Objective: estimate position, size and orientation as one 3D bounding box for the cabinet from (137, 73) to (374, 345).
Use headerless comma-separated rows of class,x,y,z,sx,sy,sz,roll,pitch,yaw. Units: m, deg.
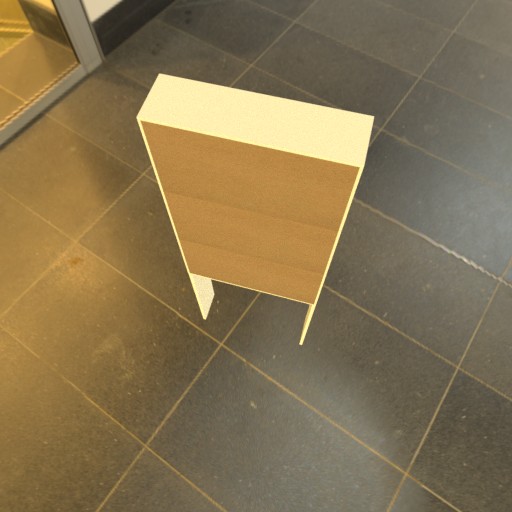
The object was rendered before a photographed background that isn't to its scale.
cabinet,0.000,0.000,2.036,0.643,1.770,0.192,14,64,7
